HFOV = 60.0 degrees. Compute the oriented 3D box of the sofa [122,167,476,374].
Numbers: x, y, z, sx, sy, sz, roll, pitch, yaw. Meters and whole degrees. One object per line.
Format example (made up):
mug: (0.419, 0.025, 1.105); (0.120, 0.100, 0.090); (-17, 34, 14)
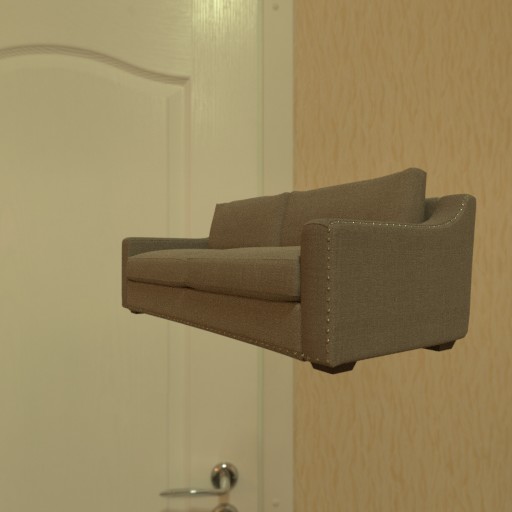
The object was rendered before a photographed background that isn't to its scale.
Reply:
sofa: (0.000, 0.000, 2.702); (1.000, 0.857, 2.208); (0, 0, -35)
